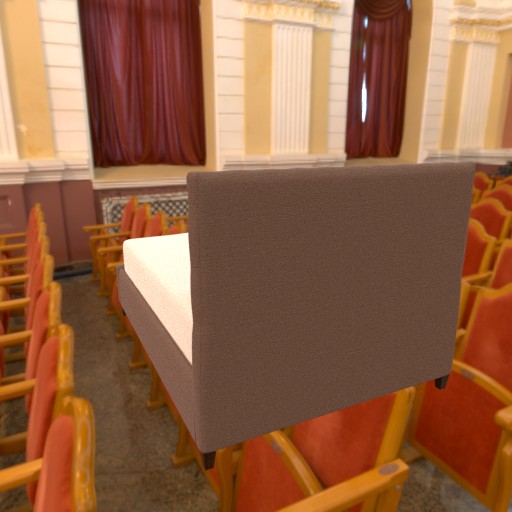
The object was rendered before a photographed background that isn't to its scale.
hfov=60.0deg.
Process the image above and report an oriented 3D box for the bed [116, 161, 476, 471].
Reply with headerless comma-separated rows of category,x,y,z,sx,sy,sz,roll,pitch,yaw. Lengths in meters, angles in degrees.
bed,0.000,0.000,3.249,1.696,1.426,2.233,-7,17,-25
